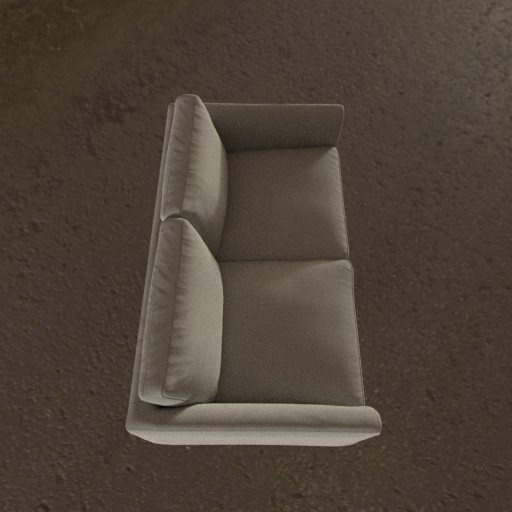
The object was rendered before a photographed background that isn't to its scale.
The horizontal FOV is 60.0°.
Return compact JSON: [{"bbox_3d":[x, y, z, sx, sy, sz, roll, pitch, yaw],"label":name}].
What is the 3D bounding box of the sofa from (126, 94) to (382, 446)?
[{"bbox_3d":[0.000,0.000,2.478,1.091,0.839,1.905,0,62,0],"label":"sofa"}]
